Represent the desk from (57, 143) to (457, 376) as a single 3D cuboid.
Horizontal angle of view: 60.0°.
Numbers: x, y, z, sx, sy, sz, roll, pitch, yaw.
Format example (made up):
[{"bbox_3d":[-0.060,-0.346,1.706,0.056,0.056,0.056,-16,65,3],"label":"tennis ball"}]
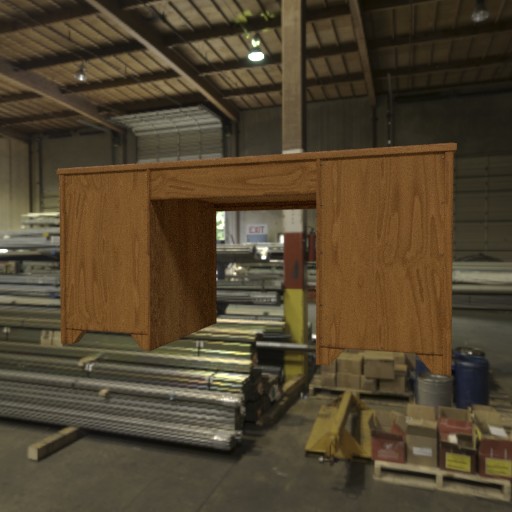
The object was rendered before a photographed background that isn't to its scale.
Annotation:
[{"bbox_3d":[0.000,0.000,1.987,1.567,0.751,0.685,0,1,18],"label":"desk"}]
